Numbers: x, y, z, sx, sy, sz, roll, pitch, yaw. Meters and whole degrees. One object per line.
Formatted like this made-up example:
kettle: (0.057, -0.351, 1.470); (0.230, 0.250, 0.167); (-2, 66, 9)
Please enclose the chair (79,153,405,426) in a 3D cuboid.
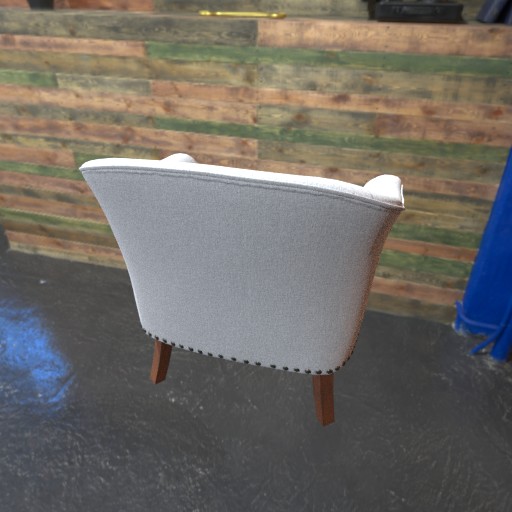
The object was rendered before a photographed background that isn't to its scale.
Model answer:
chair: (0.000, 0.000, 1.357); (0.798, 0.815, 0.704); (9, 33, 15)
